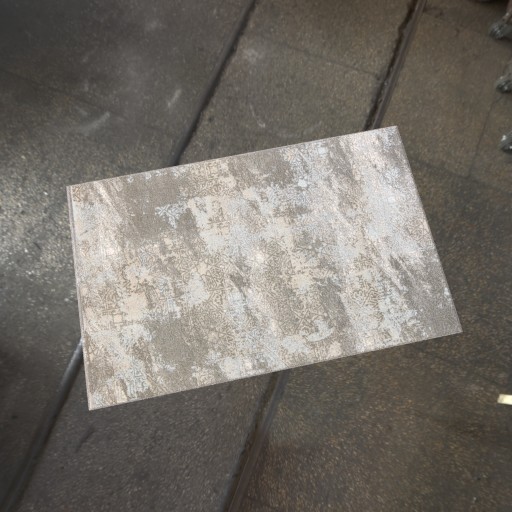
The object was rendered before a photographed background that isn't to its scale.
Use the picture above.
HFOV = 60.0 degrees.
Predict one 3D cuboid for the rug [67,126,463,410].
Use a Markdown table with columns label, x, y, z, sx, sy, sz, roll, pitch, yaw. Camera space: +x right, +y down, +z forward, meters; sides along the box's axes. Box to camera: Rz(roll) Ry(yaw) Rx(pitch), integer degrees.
| label | x | y | z | sx | sy | sz | roll | pitch | yaw |
| --- | --- | --- | --- | --- | --- | --- | --- | --- | --- |
| rug | 0.000 | 0.000 | 3.013 | 2.431 | 0.012 | 1.536 | -11 | 75 | -3 |
